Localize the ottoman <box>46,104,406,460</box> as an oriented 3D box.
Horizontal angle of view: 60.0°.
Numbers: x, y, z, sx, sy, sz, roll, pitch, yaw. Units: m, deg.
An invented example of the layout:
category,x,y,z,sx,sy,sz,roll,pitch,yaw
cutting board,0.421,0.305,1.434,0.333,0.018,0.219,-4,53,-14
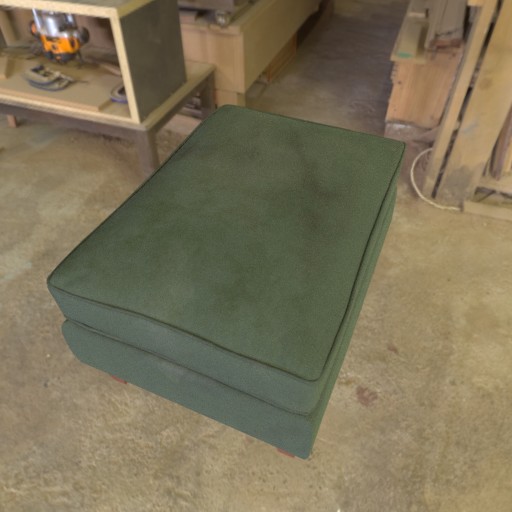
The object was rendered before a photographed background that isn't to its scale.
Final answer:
category,x,y,z,sx,sy,sz,roll,pitch,yaw
ottoman,0.000,0.000,1.239,0.632,0.495,0.864,17,48,16
